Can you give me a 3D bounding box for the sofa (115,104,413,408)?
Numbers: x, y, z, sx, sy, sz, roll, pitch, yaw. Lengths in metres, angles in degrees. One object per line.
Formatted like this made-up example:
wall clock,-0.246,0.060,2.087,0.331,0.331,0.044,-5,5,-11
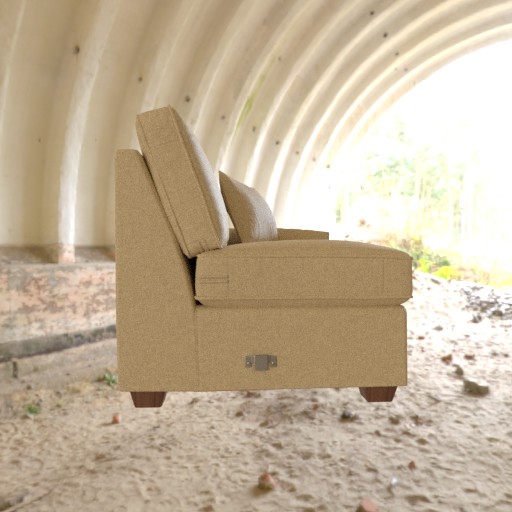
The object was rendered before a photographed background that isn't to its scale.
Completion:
sofa,0.000,0.000,2.100,0.991,0.989,1.388,0,0,-3
